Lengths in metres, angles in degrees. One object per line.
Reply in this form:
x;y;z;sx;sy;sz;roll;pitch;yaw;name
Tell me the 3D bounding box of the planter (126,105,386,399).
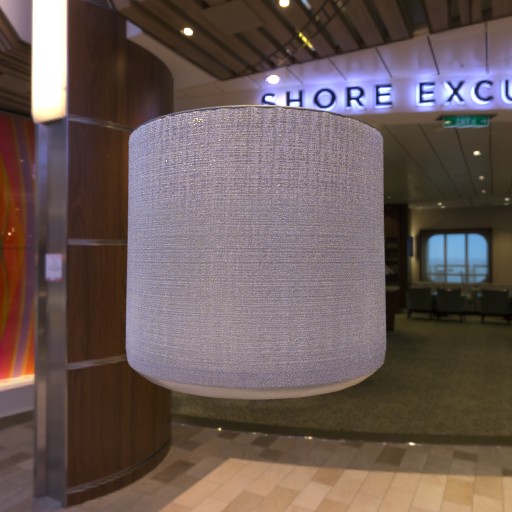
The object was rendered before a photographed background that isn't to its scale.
0.000;0.000;0.223;0.125;0.112;0.125;0;0;0;planter
